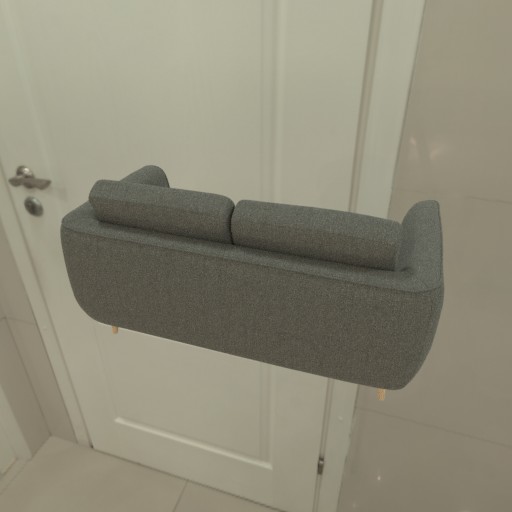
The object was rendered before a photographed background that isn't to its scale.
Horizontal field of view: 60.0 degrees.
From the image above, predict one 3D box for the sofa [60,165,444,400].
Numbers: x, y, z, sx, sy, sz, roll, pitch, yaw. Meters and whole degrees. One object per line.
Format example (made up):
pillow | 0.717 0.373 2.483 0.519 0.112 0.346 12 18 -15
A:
sofa | 0.000 0.000 2.205 1.700 0.870 0.920 10 33 16
